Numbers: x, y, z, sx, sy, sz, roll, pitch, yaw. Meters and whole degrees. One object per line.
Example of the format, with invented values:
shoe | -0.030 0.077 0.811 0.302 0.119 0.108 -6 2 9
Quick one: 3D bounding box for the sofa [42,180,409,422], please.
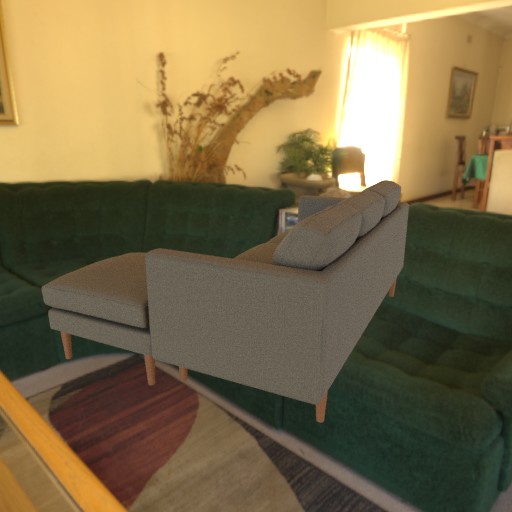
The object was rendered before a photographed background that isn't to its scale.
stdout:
sofa | 0.000 0.000 2.903 1.591 0.897 2.031 8 18 26
